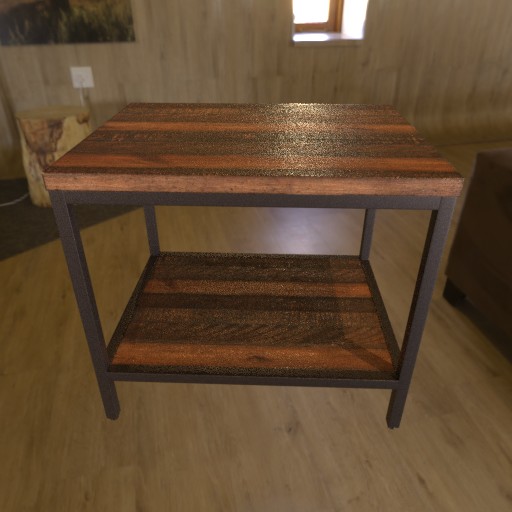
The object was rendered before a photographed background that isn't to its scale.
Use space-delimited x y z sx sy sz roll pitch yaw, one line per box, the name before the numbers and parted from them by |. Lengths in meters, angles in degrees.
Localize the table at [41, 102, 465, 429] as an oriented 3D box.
table | 0.000 0.000 1.088 0.678 0.612 0.524 1 31 2
